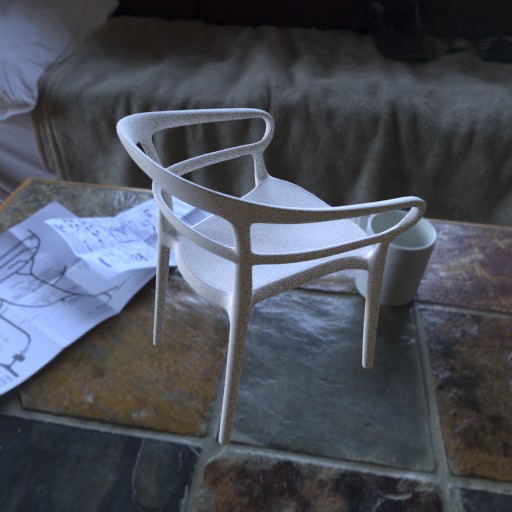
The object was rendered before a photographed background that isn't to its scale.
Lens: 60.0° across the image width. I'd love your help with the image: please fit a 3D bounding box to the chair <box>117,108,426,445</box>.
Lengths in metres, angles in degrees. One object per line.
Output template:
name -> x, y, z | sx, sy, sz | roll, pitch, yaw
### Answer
chair -> 0.000, 0.000, 1.130 | 0.527, 0.761, 0.559 | -25, 47, -26
